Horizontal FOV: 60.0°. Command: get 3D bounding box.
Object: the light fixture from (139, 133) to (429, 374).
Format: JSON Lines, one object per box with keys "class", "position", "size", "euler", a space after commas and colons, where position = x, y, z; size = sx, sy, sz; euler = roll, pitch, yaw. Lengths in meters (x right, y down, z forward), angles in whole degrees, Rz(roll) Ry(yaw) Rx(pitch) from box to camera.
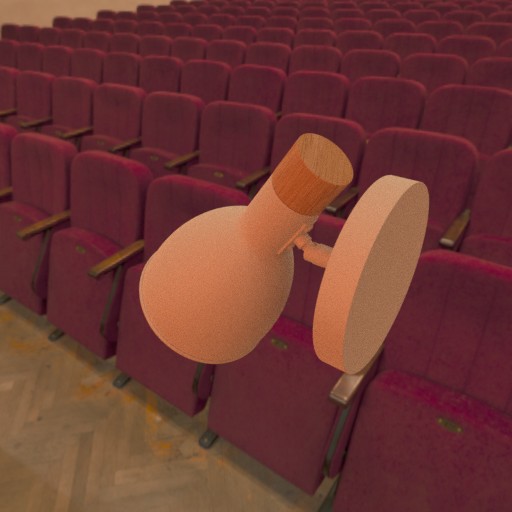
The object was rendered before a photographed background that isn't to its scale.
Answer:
{"class": "light fixture", "position": [0.000, 0.000, 0.339], "size": [0.209, 0.199, 0.127], "euler": [21, 37, 30]}
